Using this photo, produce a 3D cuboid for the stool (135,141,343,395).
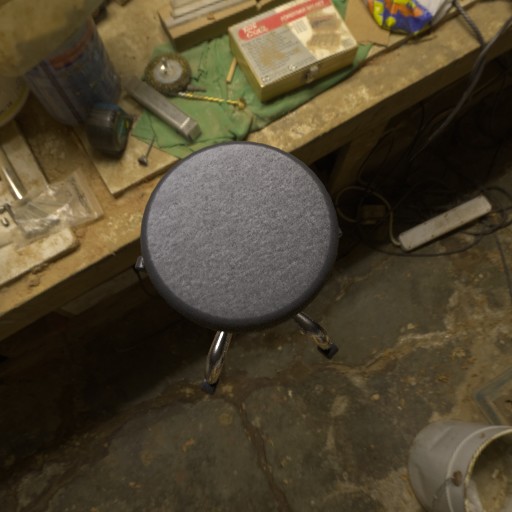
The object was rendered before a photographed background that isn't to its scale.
[{"bbox_3d":[0.000,0.000,1.157,0.638,0.576,0.673,-29,77,-7],"label":"stool"}]
